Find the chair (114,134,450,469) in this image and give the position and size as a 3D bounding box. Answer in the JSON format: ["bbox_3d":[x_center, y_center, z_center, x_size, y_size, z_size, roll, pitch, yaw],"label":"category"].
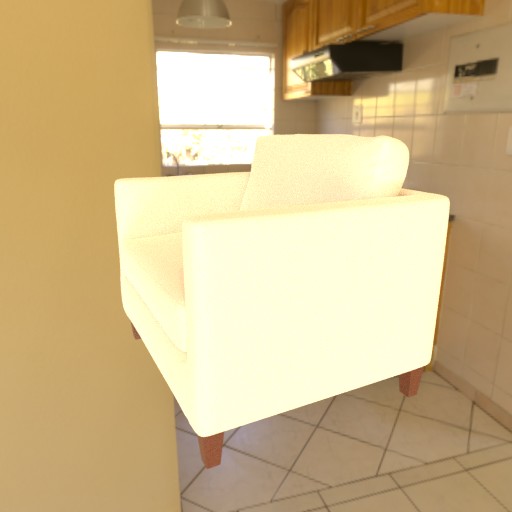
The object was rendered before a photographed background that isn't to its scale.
[{"bbox_3d":[0.000,0.000,1.668,0.878,0.885,1.019,-8,18,-26],"label":"chair"}]
